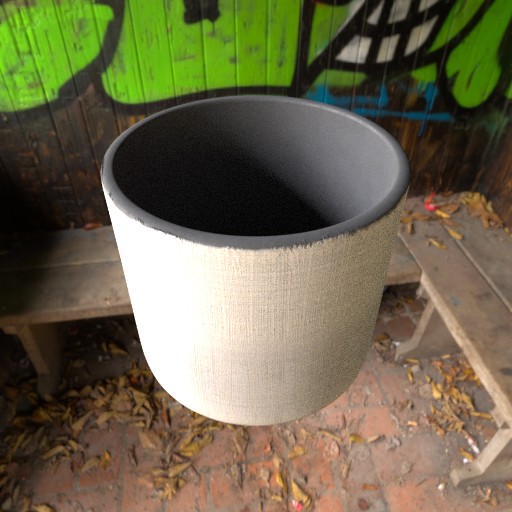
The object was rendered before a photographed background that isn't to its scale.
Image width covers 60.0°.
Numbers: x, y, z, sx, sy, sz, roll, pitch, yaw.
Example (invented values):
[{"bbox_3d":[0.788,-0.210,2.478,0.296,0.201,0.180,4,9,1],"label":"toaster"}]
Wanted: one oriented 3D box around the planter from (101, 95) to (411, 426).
[{"bbox_3d":[0.000,0.000,0.384,0.221,0.201,0.221,0,41,0],"label":"planter"}]
